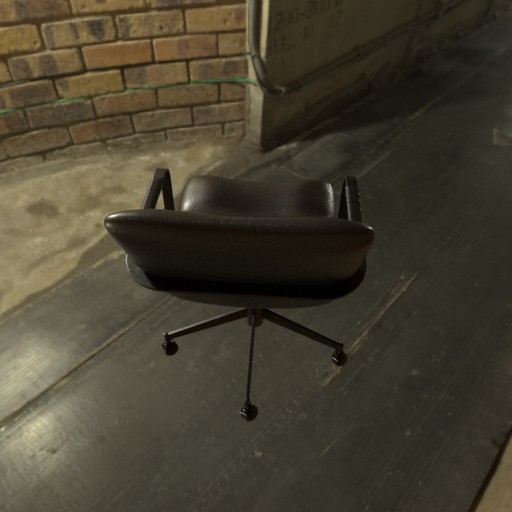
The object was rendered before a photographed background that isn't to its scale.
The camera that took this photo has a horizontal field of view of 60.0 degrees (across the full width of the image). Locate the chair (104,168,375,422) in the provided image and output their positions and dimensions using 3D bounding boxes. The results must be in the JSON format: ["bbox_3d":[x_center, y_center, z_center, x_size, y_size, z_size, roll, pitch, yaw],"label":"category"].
[{"bbox_3d":[0.000,0.000,1.477,0.719,0.922,0.748,3,46,3],"label":"chair"}]
